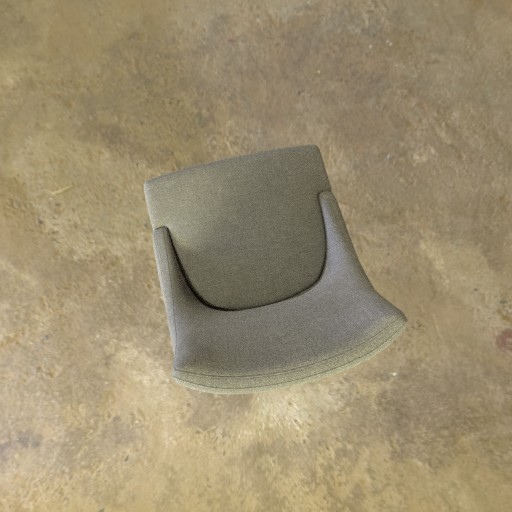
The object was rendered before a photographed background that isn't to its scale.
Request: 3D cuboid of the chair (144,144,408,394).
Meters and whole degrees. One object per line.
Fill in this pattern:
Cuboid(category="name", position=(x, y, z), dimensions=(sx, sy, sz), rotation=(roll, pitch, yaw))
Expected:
Cuboid(category="chair", position=(0.000, 0.000, 1.511), dimensions=(0.701, 0.909, 0.861), rotation=(-13, 74, -4))
